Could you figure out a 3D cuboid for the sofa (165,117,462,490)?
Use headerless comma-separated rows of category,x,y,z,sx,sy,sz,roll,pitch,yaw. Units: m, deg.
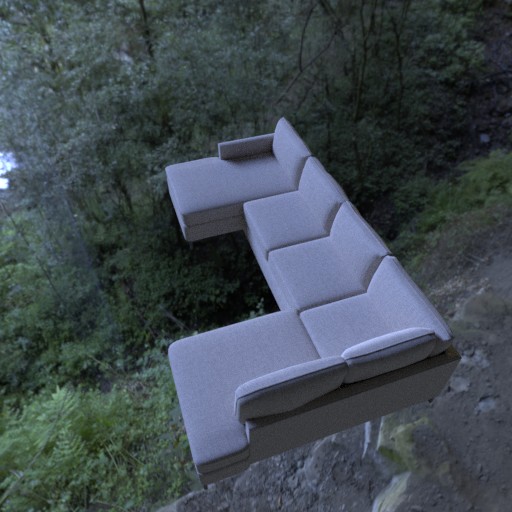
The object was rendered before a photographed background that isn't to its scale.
sofa,0.000,0.000,4.245,2.021,0.996,3.423,-14,48,-13
